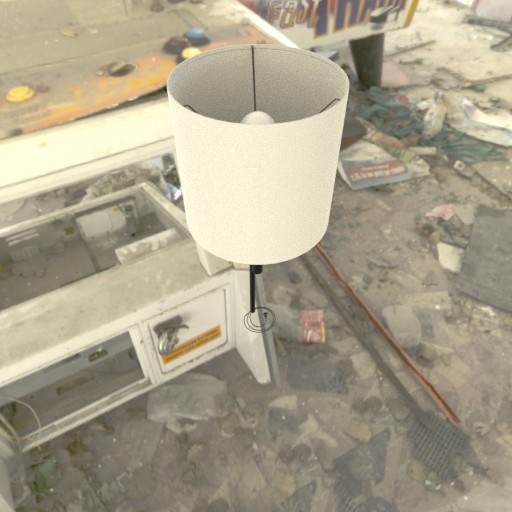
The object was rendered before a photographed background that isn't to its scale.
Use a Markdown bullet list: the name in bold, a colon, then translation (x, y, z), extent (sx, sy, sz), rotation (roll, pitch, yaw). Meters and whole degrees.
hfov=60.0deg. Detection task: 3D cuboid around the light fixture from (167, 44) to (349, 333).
- **light fixture**: translation (0.000, 0.000, 0.692), extent (0.188, 0.589, 0.248), rotation (-3, 46, -3)
